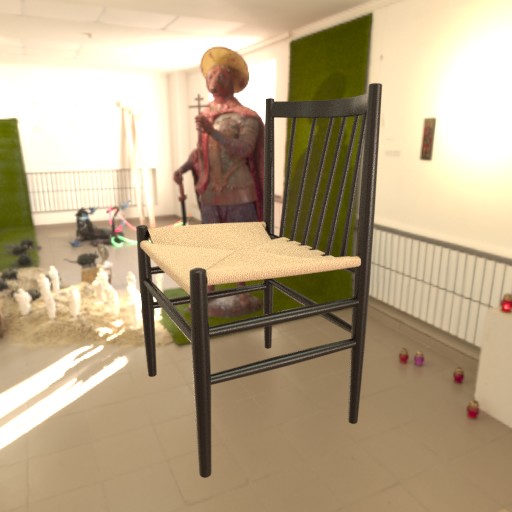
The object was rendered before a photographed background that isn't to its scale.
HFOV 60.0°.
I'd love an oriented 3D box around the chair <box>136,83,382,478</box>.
[{"bbox_3d":[0.000,0.000,1.157,0.516,0.818,0.495,-8,17,-26],"label":"chair"}]
